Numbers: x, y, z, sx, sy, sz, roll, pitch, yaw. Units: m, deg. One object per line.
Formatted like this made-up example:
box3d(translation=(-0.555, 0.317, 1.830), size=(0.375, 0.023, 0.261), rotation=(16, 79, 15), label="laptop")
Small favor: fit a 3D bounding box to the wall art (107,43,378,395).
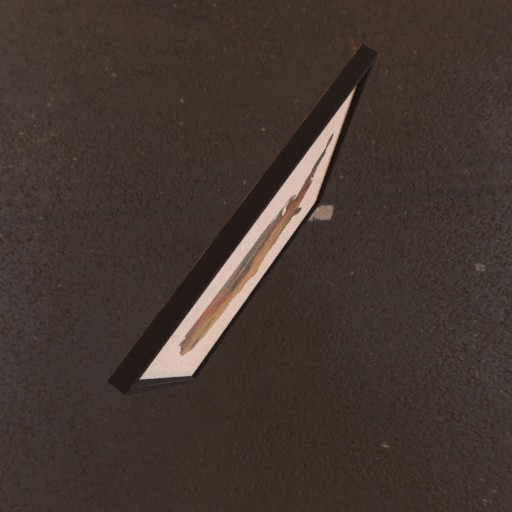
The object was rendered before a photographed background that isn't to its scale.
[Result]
box3d(translation=(0.000, 0.000, 1.138), size=(0.038, 0.762, 0.762), rotation=(34, 78, 8), label="wall art")
